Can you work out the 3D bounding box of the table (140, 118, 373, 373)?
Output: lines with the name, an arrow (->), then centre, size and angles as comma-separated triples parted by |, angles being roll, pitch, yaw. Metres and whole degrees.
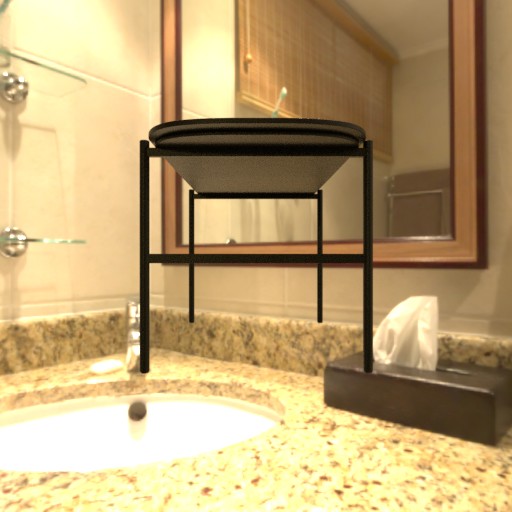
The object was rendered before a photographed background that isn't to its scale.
table -> 0.000, 0.000, 1.040 | 0.400, 0.400, 0.800 | 0, 0, 0
